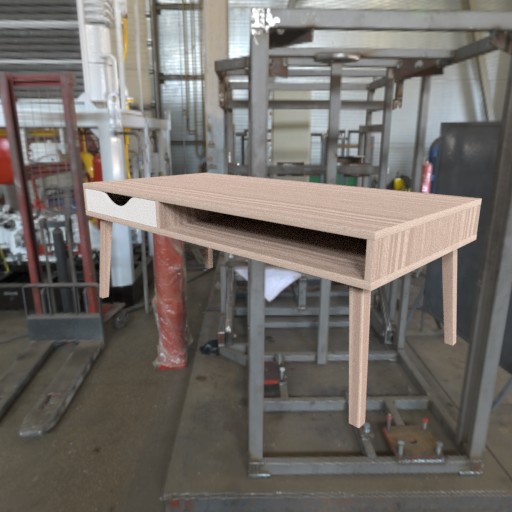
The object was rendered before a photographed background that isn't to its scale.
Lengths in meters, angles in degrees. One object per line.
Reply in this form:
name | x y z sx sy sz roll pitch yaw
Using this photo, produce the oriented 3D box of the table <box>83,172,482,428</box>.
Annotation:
table | 0.000 0.000 1.508 1.200 0.450 0.600 14 21 42
